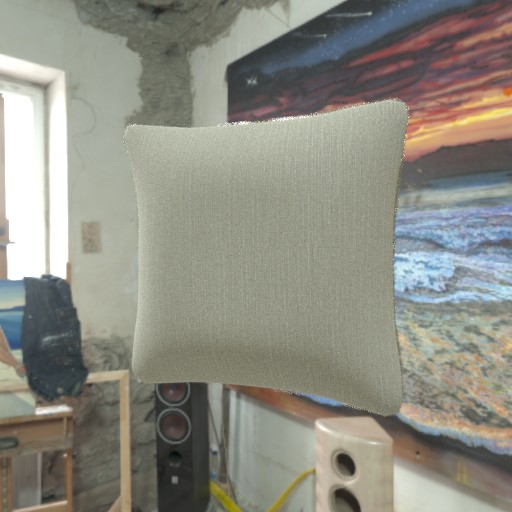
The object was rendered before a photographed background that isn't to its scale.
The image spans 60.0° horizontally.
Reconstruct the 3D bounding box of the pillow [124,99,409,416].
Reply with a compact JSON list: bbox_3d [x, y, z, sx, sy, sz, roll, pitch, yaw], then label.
[{"bbox_3d":[0.000,0.000,0.826,0.538,0.525,0.216,0,1,18],"label":"pillow"}]
